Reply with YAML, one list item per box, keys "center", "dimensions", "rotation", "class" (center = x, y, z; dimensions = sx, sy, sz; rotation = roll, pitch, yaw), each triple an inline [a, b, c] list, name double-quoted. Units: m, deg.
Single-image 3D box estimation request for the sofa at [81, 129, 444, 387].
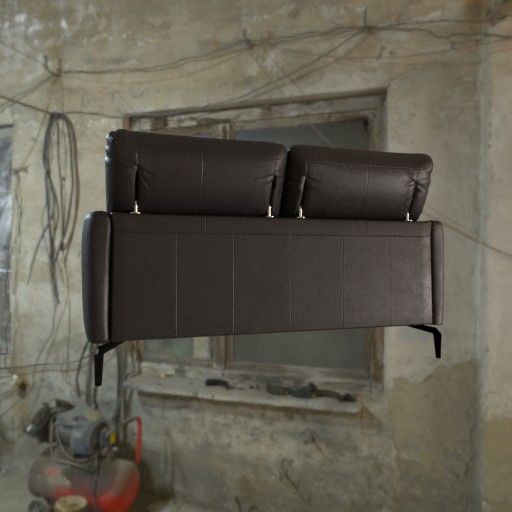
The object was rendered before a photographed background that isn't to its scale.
- center: [0.000, 0.000, 2.209]
  dimensions: [1.596, 0.920, 0.958]
  rotation: [0, 0, -17]
  class: "sofa"
